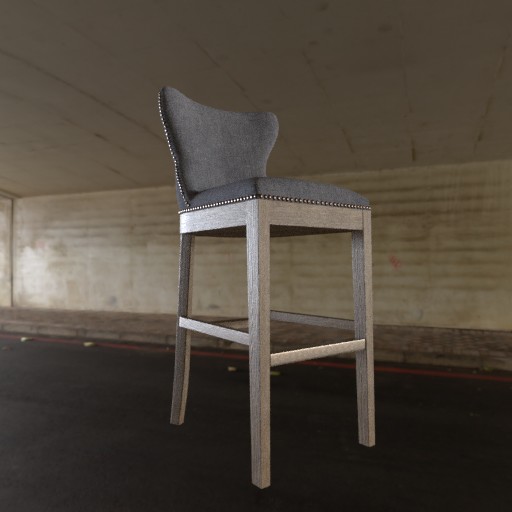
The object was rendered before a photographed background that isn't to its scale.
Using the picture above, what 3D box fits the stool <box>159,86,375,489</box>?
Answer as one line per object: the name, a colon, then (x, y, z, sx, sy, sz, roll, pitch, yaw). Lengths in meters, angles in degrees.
stool: (0.000, 0.000, 1.428, 0.494, 1.123, 0.606, 0, -1, -37)
